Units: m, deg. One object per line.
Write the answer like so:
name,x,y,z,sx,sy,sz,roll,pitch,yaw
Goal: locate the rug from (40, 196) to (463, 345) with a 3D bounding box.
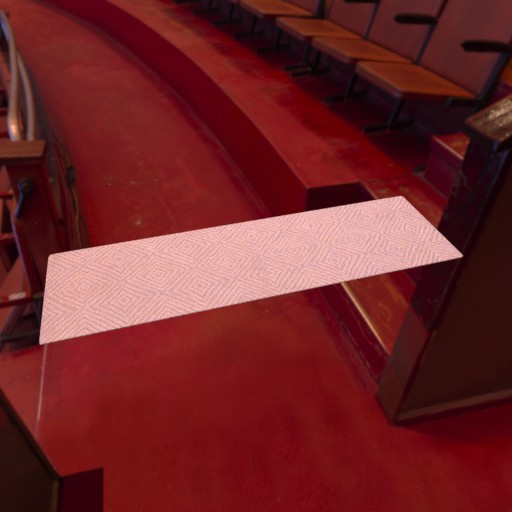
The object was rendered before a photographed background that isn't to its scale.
rug,0.000,0.000,2.538,2.277,0.008,0.676,-11,41,-12
